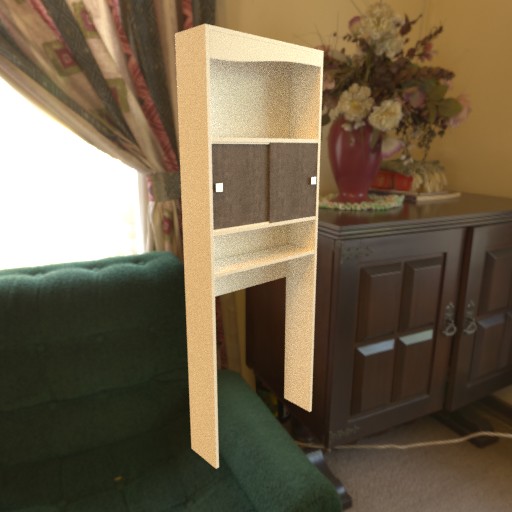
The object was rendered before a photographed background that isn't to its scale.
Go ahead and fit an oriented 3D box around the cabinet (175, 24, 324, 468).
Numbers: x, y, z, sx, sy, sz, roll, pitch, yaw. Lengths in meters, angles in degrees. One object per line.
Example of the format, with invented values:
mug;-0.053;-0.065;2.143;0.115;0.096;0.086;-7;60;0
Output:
cabinet;0.000;0.000;1.998;0.643;1.770;0.192;-12;18;-42
